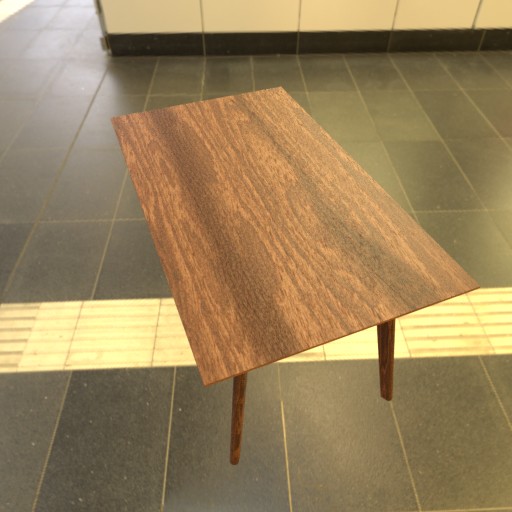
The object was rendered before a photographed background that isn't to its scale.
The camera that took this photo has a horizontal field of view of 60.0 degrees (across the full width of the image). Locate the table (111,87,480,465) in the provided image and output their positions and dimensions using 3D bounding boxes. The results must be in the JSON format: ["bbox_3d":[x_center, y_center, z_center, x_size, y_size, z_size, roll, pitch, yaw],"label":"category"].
[{"bbox_3d":[0.000,0.000,1.822,0.801,0.724,1.349,-16,48,-15],"label":"table"}]
